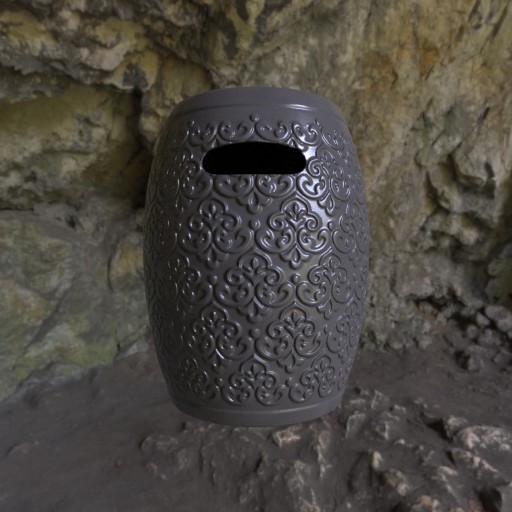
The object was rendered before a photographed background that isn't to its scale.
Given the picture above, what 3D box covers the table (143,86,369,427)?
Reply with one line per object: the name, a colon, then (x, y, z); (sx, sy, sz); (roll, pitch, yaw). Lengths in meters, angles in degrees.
table: (0.000, 0.000, 0.625); (0.309, 0.397, 0.309); (0, 1, 0)
